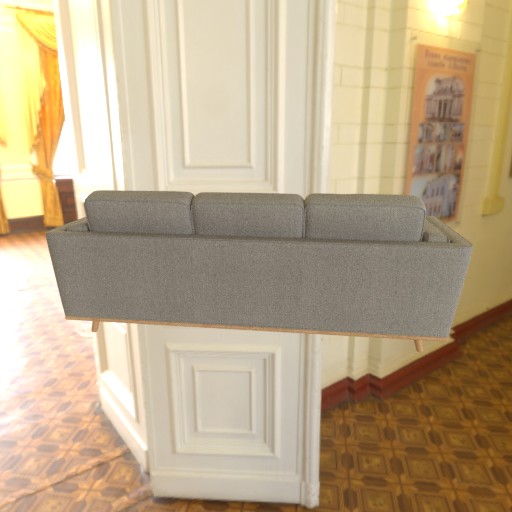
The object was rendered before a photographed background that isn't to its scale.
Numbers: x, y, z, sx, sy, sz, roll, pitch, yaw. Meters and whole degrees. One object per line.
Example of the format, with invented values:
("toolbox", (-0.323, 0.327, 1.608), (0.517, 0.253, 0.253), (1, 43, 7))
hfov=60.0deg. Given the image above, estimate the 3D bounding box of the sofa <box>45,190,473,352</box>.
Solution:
("sofa", (0.000, 0.000, 2.848), (2.362, 0.899, 0.903), (2, 16, 7))
